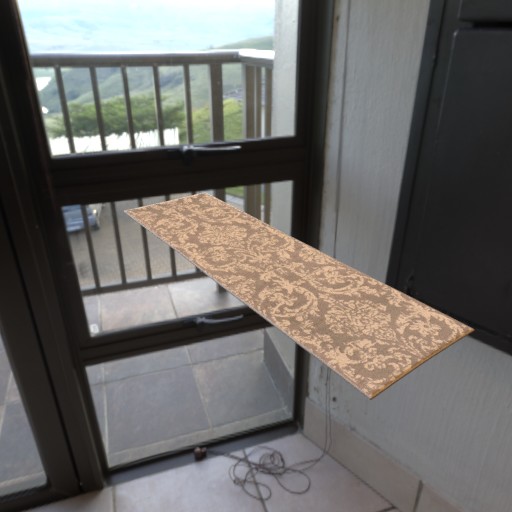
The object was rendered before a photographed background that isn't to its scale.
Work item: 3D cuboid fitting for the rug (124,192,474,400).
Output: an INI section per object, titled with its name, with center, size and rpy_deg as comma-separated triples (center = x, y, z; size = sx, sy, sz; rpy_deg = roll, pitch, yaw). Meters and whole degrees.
[rug]
center = 0.000, 0.000, 2.472
size = 0.662, 0.011, 2.196
rpy_deg = -19, 33, -32
